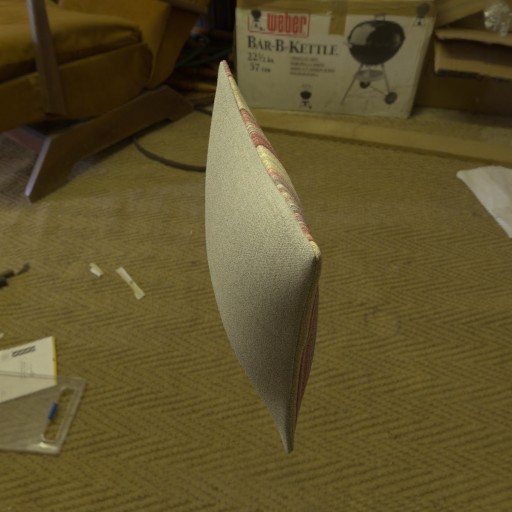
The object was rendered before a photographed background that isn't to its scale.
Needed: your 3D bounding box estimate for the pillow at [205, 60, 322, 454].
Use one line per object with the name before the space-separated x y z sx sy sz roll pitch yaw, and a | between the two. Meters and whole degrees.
pillow | 0.000 0.000 0.661 0.136 0.419 0.437 -10 46 -10
